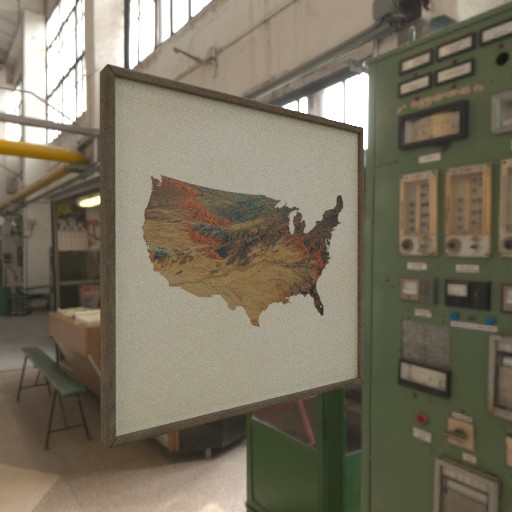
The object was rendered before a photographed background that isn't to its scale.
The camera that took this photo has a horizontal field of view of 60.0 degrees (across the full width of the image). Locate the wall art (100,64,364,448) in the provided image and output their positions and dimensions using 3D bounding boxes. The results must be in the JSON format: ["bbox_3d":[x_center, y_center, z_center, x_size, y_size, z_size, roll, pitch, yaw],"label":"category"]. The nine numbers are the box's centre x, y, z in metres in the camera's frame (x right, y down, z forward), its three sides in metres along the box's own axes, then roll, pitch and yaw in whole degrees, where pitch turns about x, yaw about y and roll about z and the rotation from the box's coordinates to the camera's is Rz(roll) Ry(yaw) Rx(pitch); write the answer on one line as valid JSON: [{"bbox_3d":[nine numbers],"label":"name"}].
[{"bbox_3d":[0.000,0.000,1.102,0.749,0.751,0.050,0,1,-36],"label":"wall art"}]
